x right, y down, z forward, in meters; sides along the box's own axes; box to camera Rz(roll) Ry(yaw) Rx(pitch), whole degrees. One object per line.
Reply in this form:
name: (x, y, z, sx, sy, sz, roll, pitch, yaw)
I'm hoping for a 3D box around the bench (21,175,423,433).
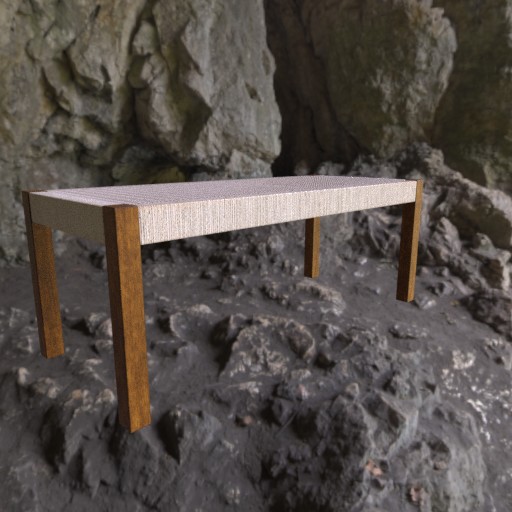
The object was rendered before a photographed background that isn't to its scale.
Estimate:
bench: (0.000, 0.000, 1.426, 1.198, 0.457, 0.507, -12, 18, -43)
